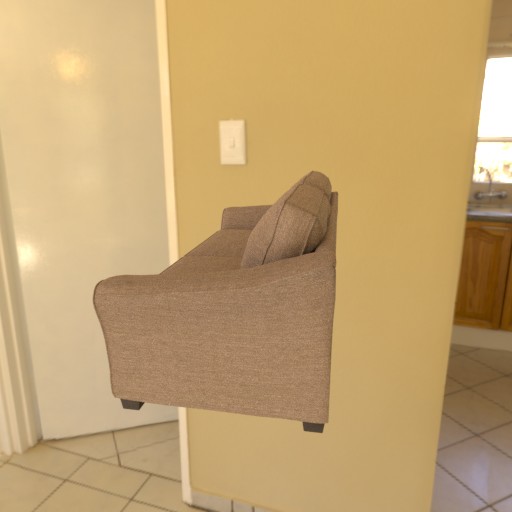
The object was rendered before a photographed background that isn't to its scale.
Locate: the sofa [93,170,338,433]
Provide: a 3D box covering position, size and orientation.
[{"bbox_3d":[0.000,0.000,2.754,0.980,0.965,2.270,3,15,10],"label":"sofa"}]
